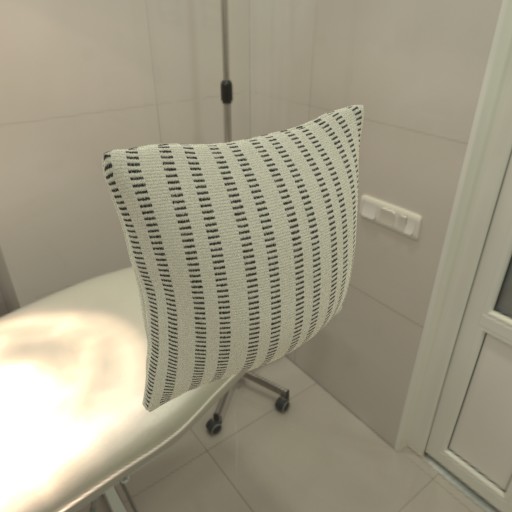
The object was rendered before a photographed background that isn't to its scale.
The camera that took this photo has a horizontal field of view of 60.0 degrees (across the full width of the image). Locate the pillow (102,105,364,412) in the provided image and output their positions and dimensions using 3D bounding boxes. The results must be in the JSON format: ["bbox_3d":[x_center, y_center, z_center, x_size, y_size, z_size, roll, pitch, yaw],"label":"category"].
[{"bbox_3d":[0.000,0.000,0.708,0.438,0.419,0.247,-21,36,-32],"label":"pillow"}]
